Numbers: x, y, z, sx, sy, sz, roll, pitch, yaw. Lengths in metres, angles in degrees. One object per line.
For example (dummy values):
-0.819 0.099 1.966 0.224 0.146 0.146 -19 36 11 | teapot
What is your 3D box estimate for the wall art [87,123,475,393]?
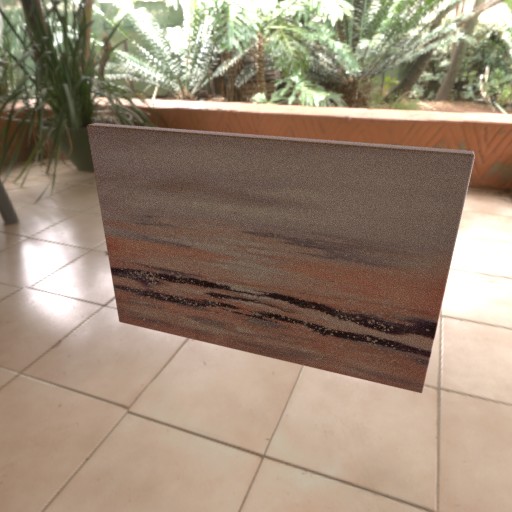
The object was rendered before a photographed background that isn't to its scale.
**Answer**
0.000 0.000 1.145 0.913 0.609 0.038 9 28 18 | wall art
